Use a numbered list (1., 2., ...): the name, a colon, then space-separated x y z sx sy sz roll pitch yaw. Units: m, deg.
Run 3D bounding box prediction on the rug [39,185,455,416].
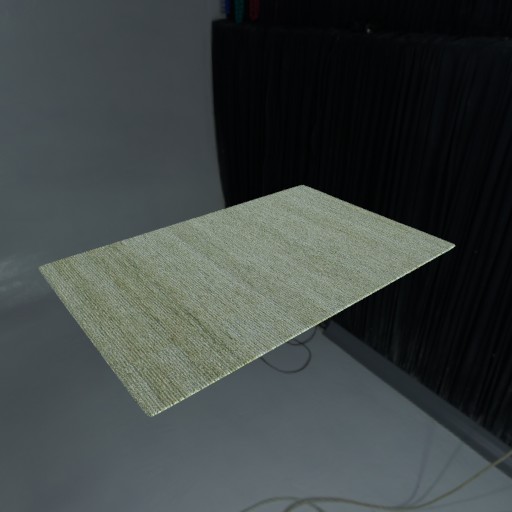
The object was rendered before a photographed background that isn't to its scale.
1. rug: 0.000 0.000 2.206 1.758 0.010 1.143 -22 36 -33
